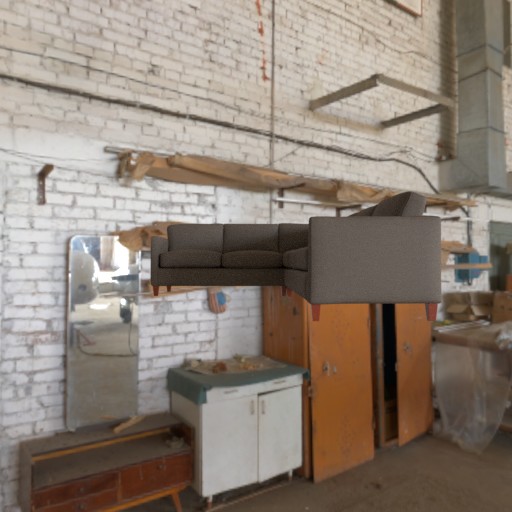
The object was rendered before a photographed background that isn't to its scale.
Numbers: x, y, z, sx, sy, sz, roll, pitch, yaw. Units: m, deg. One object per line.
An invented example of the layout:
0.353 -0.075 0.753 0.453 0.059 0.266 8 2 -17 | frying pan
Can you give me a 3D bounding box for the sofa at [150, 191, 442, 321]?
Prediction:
0.000 0.000 4.635 2.593 0.947 3.302 0 -1 0 | sofa
